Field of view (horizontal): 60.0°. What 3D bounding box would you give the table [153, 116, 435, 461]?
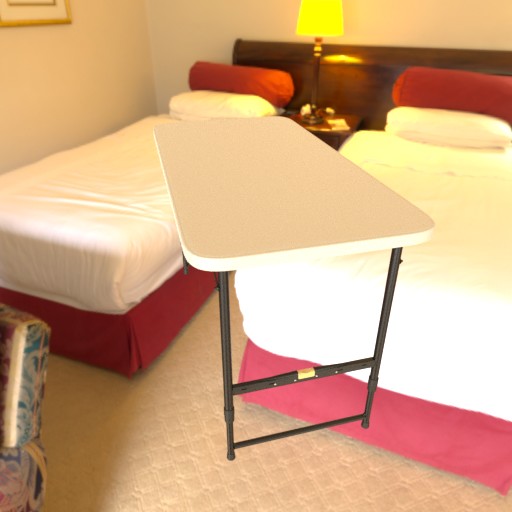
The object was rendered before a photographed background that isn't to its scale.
[{"bbox_3d":[0.000,0.000,1.658,0.610,0.737,1.219,-8,31,-13],"label":"table"}]
